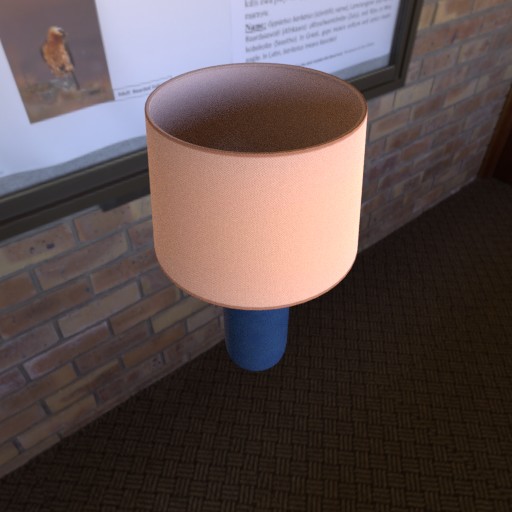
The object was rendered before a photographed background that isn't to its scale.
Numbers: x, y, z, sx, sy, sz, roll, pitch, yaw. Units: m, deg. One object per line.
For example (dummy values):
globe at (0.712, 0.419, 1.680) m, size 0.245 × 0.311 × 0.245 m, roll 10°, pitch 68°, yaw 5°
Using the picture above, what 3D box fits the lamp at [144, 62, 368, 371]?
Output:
lamp at (0.000, 0.000, 0.848) m, size 0.367 × 0.609 × 0.367 m, roll 0°, pitch 42°, yaw 0°
